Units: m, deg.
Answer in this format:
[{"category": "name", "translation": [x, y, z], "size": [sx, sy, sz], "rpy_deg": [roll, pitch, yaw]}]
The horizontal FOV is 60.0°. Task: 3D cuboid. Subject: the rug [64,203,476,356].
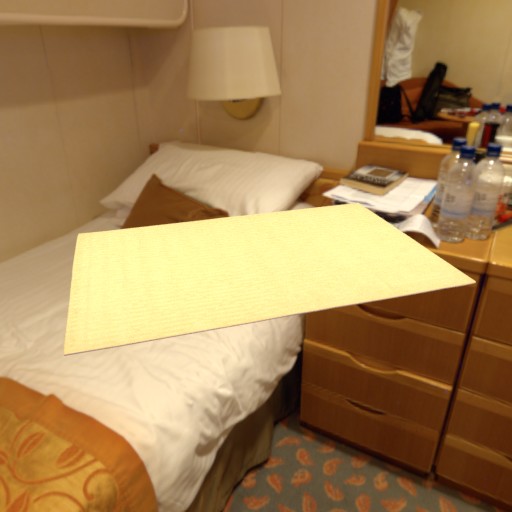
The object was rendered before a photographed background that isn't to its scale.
[{"category": "rug", "translation": [0.000, 0.000, 3.113], "size": [2.441, 0.014, 1.531], "rpy_deg": [-8, 28, -15]}]
